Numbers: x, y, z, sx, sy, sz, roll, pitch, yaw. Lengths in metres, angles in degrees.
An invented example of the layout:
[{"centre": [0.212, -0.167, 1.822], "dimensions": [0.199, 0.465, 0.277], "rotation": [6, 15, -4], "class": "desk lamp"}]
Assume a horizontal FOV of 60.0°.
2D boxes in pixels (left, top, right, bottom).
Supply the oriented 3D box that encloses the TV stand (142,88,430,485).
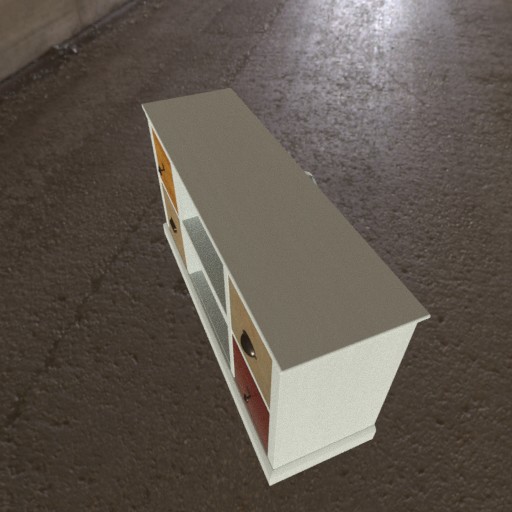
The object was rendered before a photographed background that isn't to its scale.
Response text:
[{"centre": [0.000, 0.000, 1.494], "dimensions": [0.424, 0.624, 1.187], "rotation": [-17, 47, -16], "class": "TV stand"}]
